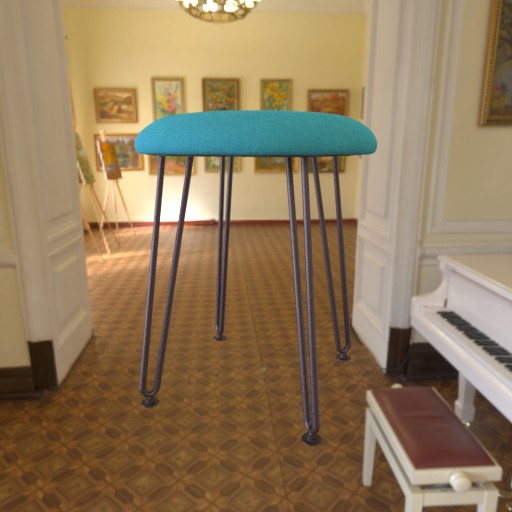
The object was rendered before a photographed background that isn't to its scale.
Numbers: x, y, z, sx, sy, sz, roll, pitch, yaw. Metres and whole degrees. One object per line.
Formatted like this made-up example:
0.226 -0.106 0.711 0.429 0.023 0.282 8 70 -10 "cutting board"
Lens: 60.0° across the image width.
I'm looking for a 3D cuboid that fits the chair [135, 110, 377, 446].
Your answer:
0.000 0.000 0.703 0.350 0.430 0.350 2 14 8 "chair"
